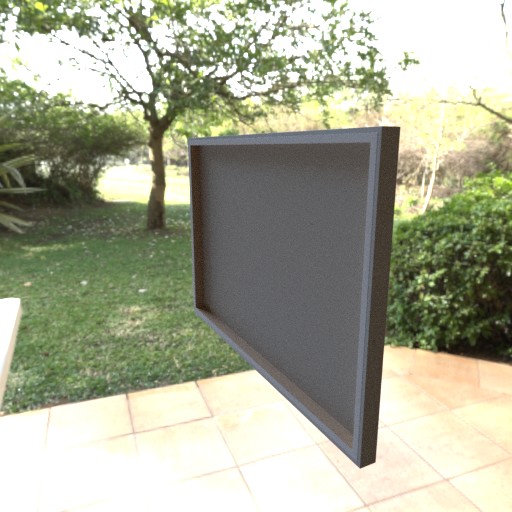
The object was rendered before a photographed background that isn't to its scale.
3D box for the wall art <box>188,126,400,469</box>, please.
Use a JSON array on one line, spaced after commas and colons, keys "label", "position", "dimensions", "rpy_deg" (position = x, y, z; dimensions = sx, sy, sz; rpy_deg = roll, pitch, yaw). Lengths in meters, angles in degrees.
[{"label": "wall art", "position": [0.000, 0.000, 1.153], "dimensions": [0.038, 0.610, 0.915], "rpy_deg": [-7, 15, -26]}]
